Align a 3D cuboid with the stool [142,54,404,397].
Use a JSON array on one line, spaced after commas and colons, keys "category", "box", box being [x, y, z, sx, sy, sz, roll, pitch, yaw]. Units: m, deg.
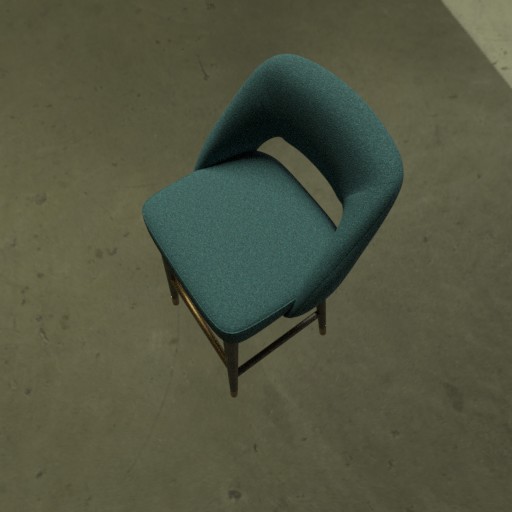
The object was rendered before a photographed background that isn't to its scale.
[{"category": "stool", "box": [0.000, 0.000, 1.339, 0.522, 1.032, 0.536, -31, 68, -14]}]
